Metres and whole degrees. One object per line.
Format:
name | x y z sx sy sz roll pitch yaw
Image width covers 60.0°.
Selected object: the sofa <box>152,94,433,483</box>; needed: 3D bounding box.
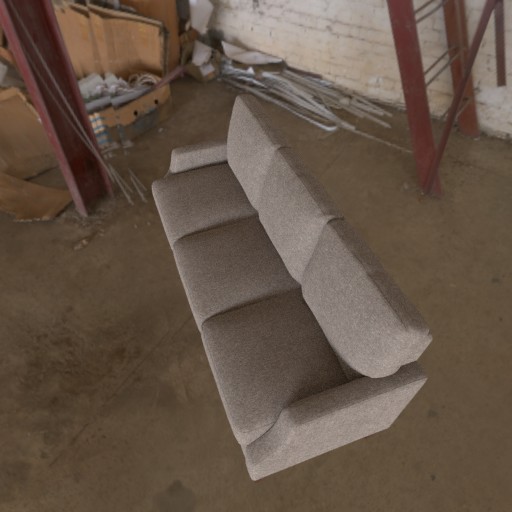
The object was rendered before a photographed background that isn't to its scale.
sofa | 0.000 0.000 2.586 0.888 0.984 2.115 -15 49 -14
